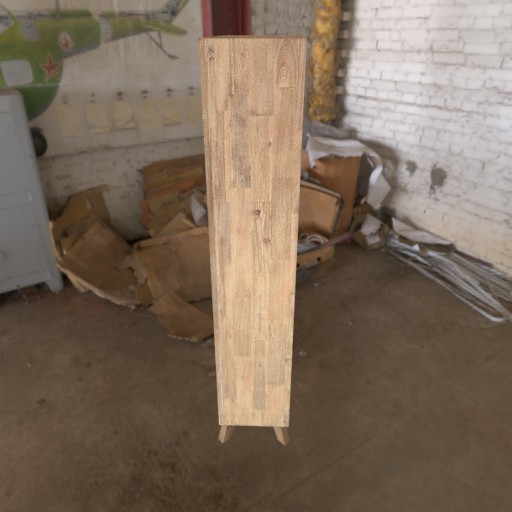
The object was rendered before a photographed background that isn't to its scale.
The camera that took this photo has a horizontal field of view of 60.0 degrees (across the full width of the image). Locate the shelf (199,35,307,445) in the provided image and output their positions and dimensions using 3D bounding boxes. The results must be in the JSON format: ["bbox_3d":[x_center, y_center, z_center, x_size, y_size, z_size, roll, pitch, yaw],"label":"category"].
[{"bbox_3d":[0.000,0.000,1.513,0.267,1.342,0.491,1,27,2],"label":"shelf"}]
